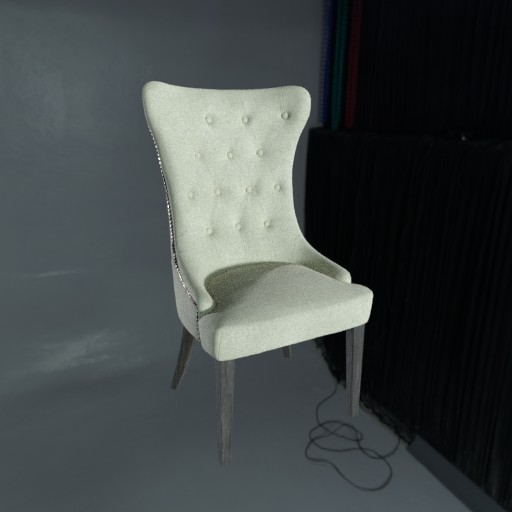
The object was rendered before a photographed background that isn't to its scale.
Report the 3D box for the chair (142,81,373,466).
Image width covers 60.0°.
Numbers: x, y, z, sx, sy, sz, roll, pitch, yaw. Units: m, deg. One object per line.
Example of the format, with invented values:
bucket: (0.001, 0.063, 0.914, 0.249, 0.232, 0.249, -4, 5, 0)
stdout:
chair: (0.000, 0.000, 1.438, 0.584, 1.065, 0.590, -9, 20, -26)
